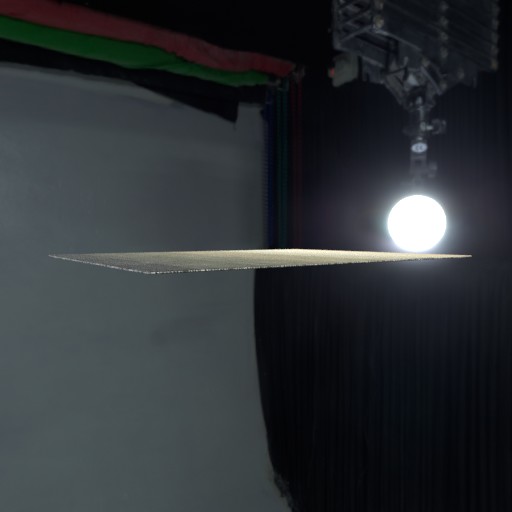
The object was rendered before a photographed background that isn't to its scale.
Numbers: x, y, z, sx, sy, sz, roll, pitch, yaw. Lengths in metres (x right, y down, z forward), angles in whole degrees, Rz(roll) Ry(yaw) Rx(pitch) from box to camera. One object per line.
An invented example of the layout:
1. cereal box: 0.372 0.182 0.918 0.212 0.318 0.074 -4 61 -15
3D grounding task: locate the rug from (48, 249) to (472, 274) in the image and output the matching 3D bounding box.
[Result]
1. rug: 0.000 0.000 3.892 2.932 0.015 2.315 -2 3 -36
